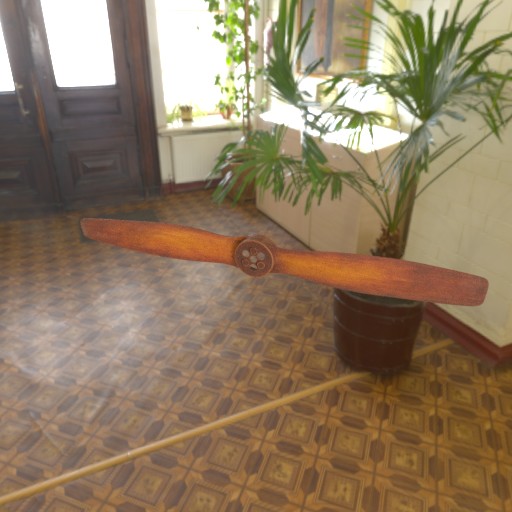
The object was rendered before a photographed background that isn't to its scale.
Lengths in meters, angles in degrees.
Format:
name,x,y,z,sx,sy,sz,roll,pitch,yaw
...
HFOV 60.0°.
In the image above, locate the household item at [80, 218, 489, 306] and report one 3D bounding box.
name,x,y,z,sx,sy,sz,roll,pitch,yaw
household item,0.000,0.000,1.243,1.181,0.121,0.051,9,28,17
